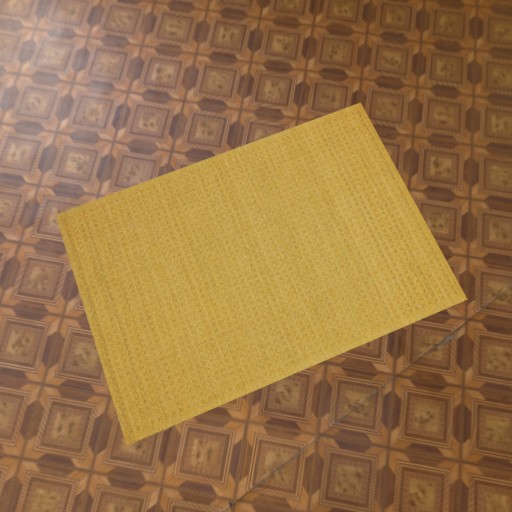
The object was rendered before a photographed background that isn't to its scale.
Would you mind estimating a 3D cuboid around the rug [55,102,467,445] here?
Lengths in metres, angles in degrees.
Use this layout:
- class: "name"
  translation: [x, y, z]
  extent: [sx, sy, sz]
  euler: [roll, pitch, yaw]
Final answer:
- class: "rug"
  translation: [0.000, 0.000, 3.695]
  extent: [2.895, 0.006, 1.981]
  euler: [-22, 76, -6]
